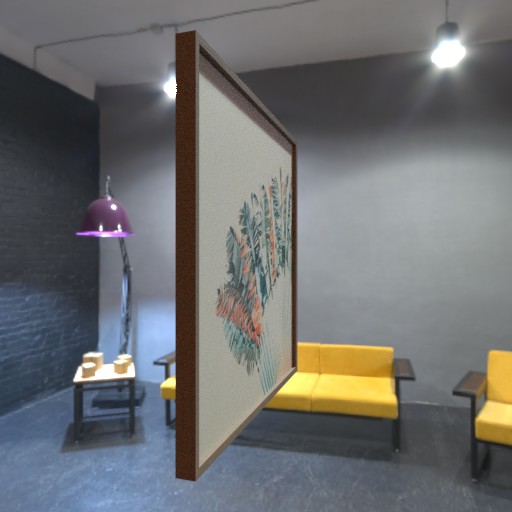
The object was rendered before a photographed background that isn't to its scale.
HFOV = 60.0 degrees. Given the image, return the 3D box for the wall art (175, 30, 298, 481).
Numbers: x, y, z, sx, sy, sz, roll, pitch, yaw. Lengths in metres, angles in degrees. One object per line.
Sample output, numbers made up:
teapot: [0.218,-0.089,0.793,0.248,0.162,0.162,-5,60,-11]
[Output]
wall art: [0.000,0.000,1.112,0.038,0.758,0.761,0,0,18]
